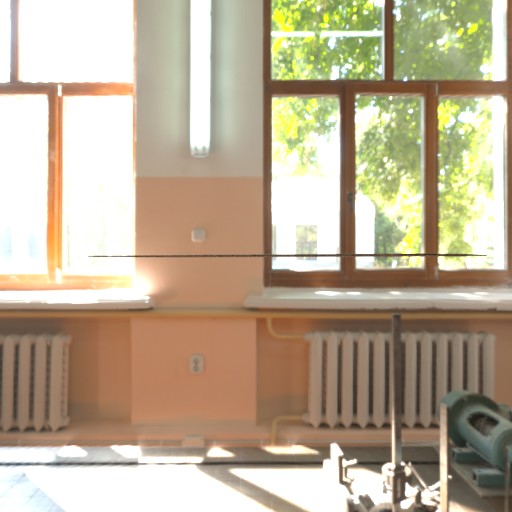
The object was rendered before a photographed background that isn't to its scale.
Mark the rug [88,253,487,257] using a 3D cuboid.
[{"bbox_3d":[0.000,0.000,2.944,2.664,0.011,0.762,0,0,35],"label":"rug"}]
